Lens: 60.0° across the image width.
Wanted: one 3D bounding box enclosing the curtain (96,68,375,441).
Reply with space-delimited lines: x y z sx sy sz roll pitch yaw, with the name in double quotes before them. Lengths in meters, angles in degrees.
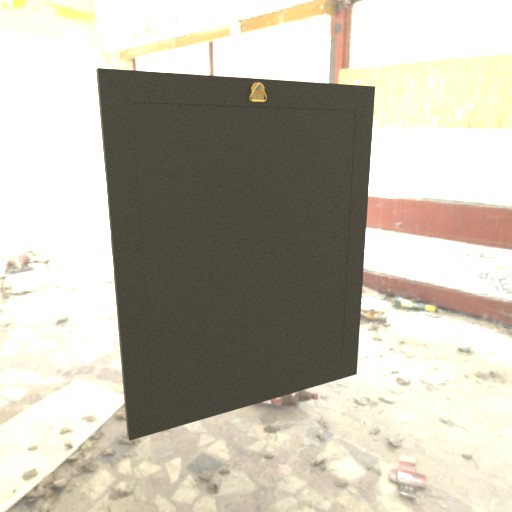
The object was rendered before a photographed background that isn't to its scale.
"curtain" 0.000 0.000 0.782 0.483 0.585 0.027 -7 17 -26
